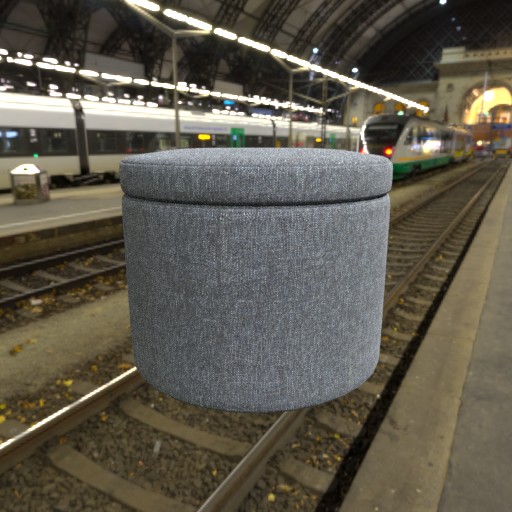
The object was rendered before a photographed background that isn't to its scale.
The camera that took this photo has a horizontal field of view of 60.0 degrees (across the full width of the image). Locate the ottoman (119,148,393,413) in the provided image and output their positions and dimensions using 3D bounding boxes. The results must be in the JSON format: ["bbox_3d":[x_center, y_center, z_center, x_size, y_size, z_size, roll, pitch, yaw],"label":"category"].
[{"bbox_3d":[0.000,0.000,0.886,0.500,0.419,0.500,0,14,0],"label":"ottoman"}]
